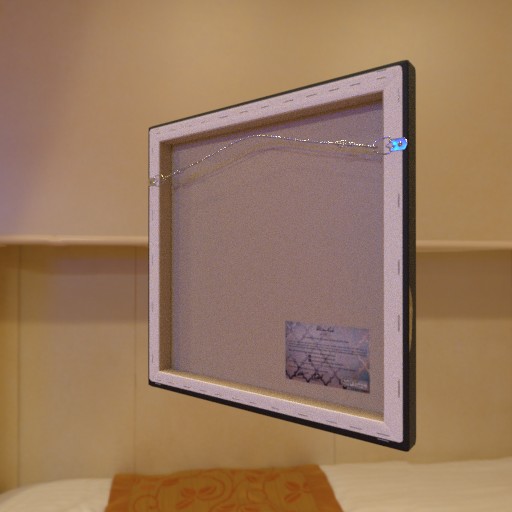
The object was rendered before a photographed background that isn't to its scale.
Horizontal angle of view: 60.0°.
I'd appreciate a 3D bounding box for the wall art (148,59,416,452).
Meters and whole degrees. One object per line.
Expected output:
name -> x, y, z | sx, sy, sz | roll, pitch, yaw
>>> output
wall art -> 0.000, 0.000, 0.878 | 0.610, 0.611, 0.043 | 0, 0, 36
